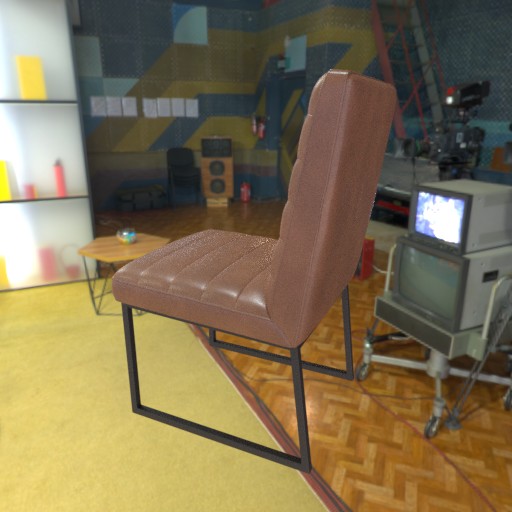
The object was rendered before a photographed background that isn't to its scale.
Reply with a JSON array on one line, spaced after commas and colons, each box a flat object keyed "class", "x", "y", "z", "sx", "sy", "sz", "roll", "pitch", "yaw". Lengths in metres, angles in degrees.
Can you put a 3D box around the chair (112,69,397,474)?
[{"class": "chair", "x": 0.000, "y": 0.000, "z": 1.257, "sx": 0.634, "sy": 0.930, "sz": 0.520, "roll": 8, "pitch": 20, "yaw": 24}]
